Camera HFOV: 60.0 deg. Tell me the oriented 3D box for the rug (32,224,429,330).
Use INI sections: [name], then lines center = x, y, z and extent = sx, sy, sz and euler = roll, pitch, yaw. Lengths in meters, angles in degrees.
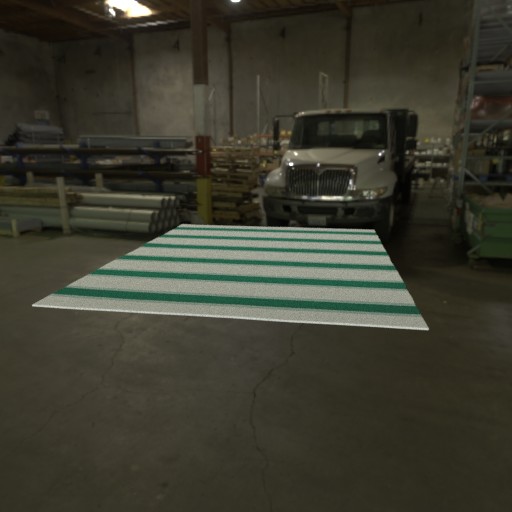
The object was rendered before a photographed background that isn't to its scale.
[rug]
center = 0.000, 0.000, 4.102
extent = 2.434, 0.019, 3.041
euler = 2, 14, 9
